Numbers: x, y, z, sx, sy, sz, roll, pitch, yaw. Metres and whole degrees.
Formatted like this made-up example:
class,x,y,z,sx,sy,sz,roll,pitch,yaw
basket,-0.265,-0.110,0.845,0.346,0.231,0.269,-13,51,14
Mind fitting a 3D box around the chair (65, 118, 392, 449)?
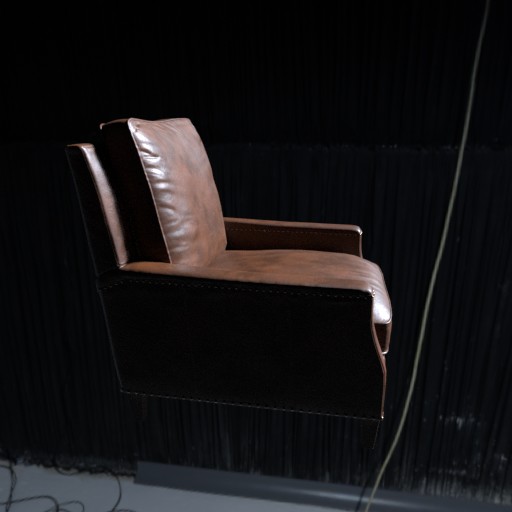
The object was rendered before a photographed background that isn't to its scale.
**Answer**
class,x,y,z,sx,sy,sz,roll,pitch,yaw
chair,0.000,0.000,1.774,1.035,1.054,0.854,3,17,10
